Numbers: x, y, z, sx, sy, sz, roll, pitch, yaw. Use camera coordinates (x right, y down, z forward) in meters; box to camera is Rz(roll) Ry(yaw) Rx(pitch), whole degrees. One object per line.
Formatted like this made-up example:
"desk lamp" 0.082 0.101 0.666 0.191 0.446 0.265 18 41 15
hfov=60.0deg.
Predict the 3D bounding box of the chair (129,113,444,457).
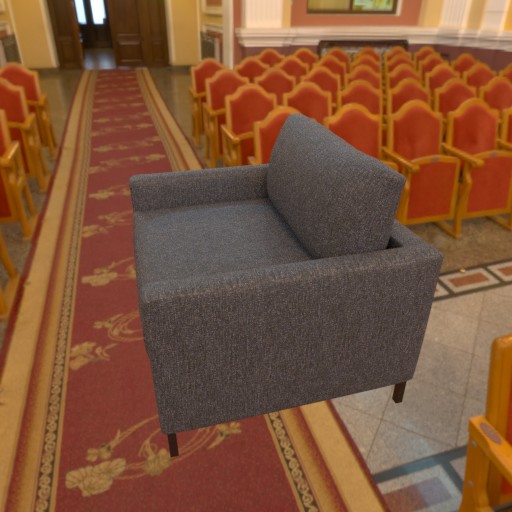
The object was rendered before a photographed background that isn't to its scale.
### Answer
"chair" 0.000 0.000 1.637 0.866 0.861 0.963 -8 30 -14
